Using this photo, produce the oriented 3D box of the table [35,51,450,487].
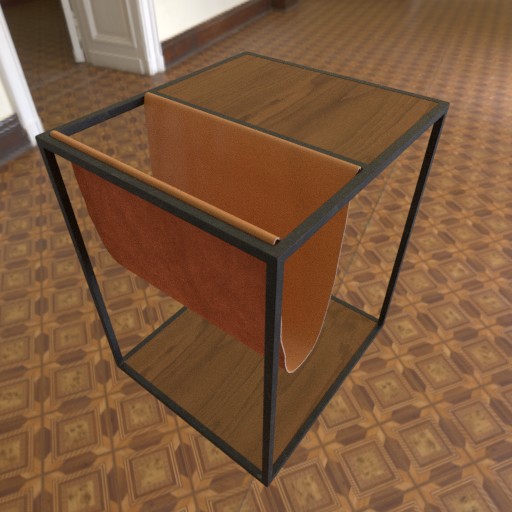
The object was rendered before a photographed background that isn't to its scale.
[{"bbox_3d":[0.000,0.000,0.807,0.399,0.536,0.450,27,48,27],"label":"table"}]
